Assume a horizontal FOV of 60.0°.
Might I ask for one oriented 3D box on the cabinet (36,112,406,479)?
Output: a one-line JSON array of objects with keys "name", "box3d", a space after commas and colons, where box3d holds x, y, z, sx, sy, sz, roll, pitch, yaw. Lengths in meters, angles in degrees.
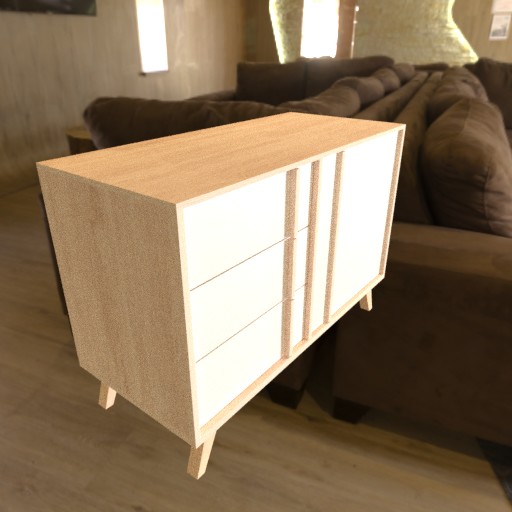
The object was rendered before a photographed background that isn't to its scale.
[{"name": "cabinet", "box3d": [0.000, 0.000, 1.509, 0.500, 0.780, 1.110, 19, 32, 34]}]
